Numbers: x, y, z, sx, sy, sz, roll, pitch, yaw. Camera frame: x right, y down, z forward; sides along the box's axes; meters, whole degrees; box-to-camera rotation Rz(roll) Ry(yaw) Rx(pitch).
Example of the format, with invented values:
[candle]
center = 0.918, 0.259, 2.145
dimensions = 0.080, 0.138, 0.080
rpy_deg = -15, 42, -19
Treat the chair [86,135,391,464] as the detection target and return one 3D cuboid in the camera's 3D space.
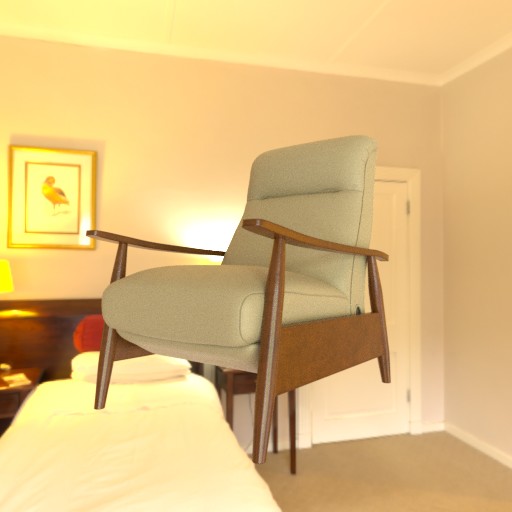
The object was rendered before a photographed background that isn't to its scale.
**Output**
[chair]
center = 0.000, 0.000, 1.743
dimensions = 0.762, 1.082, 1.014
rpy_deg = 0, -1, 36
